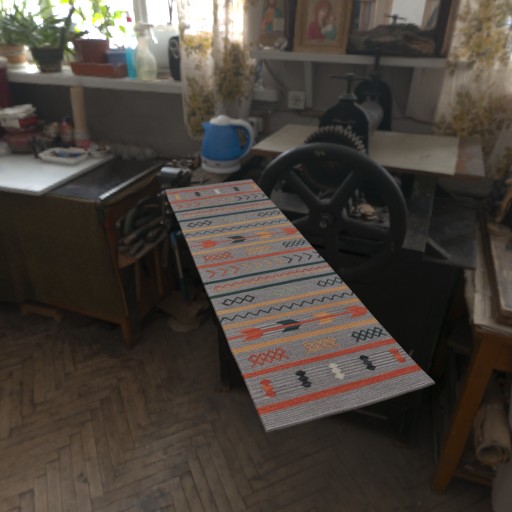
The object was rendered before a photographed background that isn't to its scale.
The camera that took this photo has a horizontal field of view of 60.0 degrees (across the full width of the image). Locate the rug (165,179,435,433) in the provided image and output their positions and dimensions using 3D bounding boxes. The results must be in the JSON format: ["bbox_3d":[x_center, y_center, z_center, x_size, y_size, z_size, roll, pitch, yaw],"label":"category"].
[{"bbox_3d":[0.000,0.000,2.702,0.744,0.022,2.419,-10,33,-16],"label":"rug"}]
